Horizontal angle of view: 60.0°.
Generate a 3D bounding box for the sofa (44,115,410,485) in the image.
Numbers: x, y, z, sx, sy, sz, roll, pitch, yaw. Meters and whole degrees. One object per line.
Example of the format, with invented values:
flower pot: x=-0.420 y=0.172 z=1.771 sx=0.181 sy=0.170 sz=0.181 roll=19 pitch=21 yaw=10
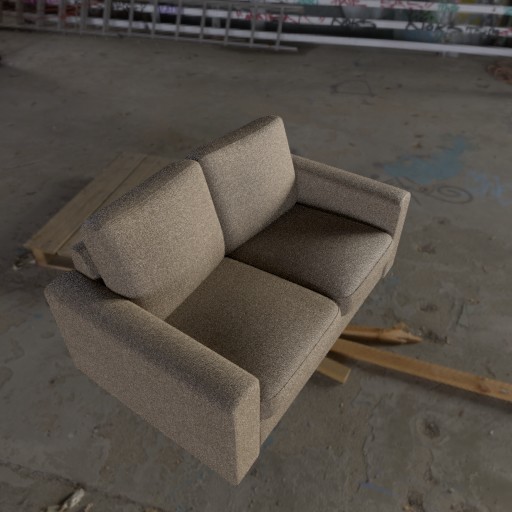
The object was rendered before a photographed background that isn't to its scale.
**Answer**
sofa: x=0.000 y=0.000 z=2.174 sx=1.016 sy=0.873 sz=1.616 roll=24 pitch=46 yaw=26
